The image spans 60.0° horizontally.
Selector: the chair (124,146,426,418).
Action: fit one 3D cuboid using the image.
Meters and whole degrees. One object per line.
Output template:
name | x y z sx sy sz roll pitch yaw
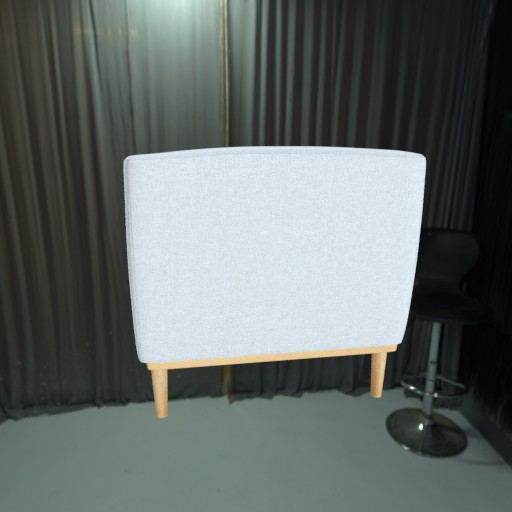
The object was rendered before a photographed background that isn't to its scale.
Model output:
chair | 0.000 0.000 1.679 0.946 0.818 0.951 -2 15 -9
